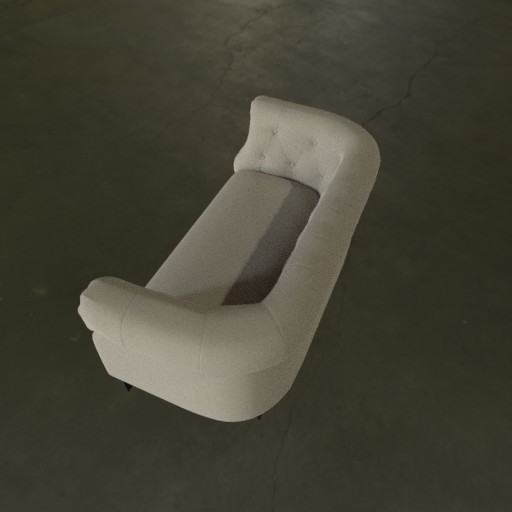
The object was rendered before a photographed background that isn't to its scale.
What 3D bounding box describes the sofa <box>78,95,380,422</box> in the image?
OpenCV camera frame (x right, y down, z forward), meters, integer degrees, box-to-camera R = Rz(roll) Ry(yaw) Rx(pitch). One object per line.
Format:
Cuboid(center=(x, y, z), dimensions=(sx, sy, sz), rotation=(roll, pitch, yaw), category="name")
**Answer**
Cuboid(center=(0.000, 0.000, 2.100), dimensions=(0.835, 0.827, 1.558), rotation=(18, 50, 16), category="sofa")
